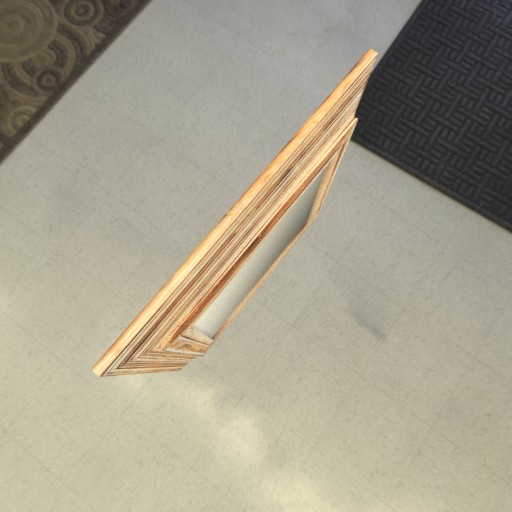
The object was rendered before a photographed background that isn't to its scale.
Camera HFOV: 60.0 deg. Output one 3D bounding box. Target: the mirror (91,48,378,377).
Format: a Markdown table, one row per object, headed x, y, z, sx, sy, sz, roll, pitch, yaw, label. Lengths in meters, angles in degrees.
| x | y | z | sx | sy | sz | roll | pitch | yaw | label |
| --- | --- | --- | --- | --- | --- | --- | --- | --- | --- |
| 0.000 | 0.000 | 1.202 | 0.061 | 0.804 | 0.804 | 38 | 79 | 9 | mirror |
